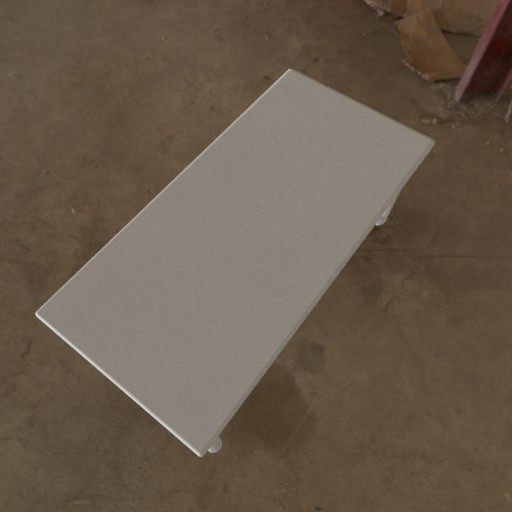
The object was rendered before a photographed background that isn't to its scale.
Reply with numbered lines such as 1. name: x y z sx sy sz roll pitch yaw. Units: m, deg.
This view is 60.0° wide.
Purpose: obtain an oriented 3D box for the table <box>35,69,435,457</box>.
1. table: 0.000 0.000 1.504 0.580 0.487 1.171 34 67 16
